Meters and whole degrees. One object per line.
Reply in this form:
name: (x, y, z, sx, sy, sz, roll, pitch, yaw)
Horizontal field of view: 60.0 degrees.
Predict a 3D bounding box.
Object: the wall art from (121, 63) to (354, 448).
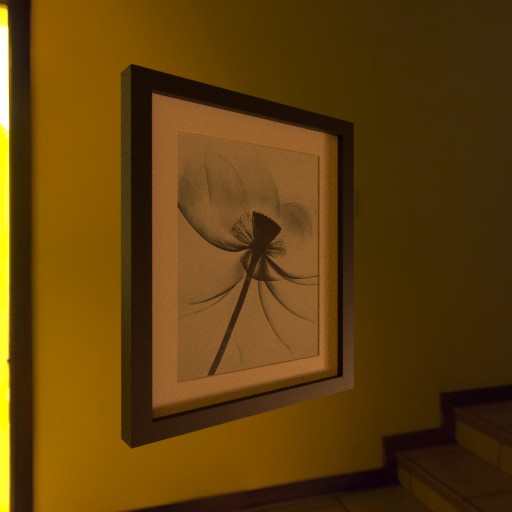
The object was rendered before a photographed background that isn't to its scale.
wall art: (0.000, 0.000, 0.549, 0.330, 0.381, 0.029, 0, 0, -37)
